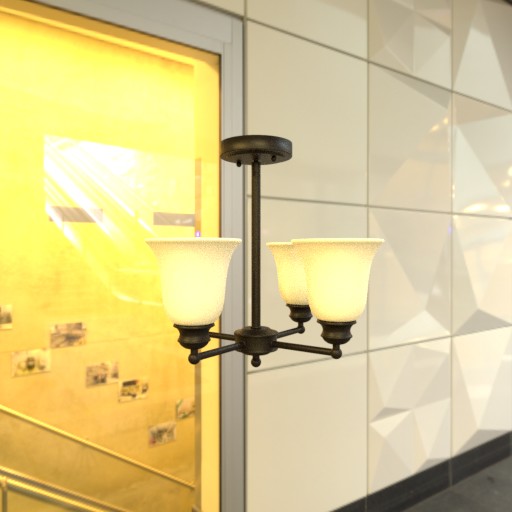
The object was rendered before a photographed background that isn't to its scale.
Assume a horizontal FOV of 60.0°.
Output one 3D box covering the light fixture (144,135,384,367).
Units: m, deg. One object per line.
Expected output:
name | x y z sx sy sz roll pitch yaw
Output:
light fixture | 0.000 0.000 1.841 1.069 0.925 1.069 0 0 36
